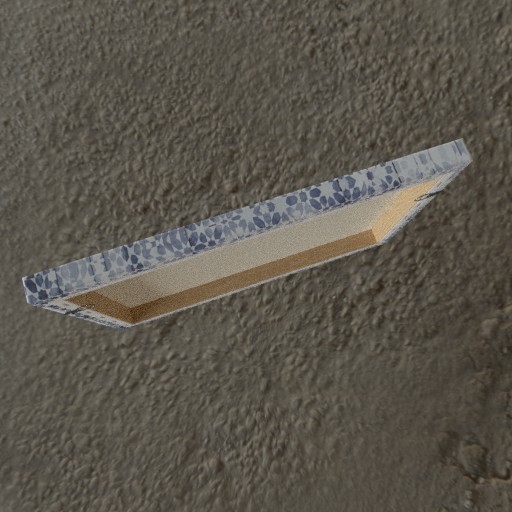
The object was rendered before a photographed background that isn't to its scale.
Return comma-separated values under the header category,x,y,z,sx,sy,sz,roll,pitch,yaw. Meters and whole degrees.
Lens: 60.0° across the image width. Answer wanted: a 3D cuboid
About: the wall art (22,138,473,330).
category,x,y,z,sx,sy,sz,roll,pitch,yaw
wall art,0.000,0.000,1.155,0.911,0.608,0.057,-18,77,-4
